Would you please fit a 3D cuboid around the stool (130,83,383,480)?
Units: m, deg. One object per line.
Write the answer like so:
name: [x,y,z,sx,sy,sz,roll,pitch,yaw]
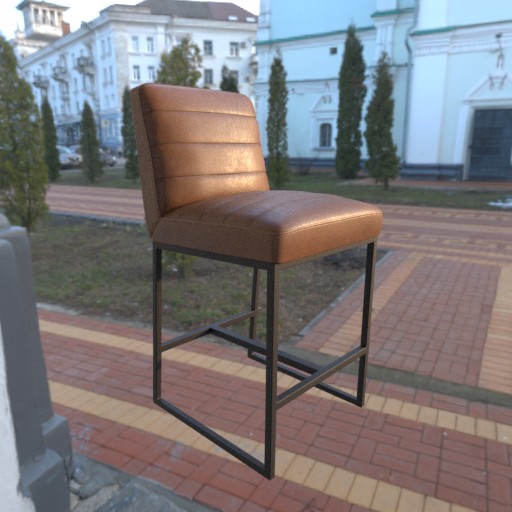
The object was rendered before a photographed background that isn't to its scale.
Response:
stool: [0.000,0.000,1.266,0.556,0.940,0.458,13,19,42]
